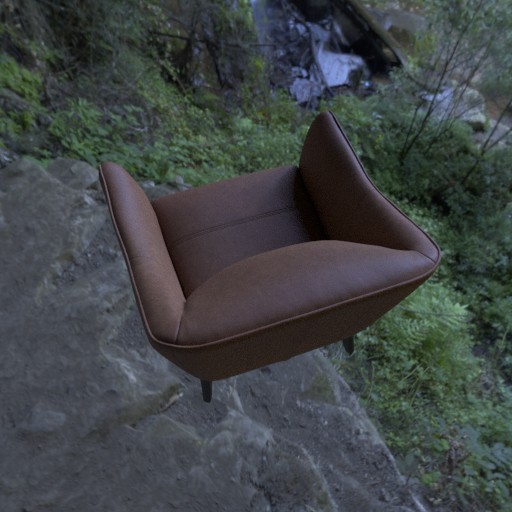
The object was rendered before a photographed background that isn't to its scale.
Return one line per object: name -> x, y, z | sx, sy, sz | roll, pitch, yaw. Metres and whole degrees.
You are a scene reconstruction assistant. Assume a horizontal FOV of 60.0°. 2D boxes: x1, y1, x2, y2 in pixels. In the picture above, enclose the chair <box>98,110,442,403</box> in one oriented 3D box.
chair -> 0.000, 0.000, 1.525 | 0.871, 0.830, 0.852 | -16, 59, -10
